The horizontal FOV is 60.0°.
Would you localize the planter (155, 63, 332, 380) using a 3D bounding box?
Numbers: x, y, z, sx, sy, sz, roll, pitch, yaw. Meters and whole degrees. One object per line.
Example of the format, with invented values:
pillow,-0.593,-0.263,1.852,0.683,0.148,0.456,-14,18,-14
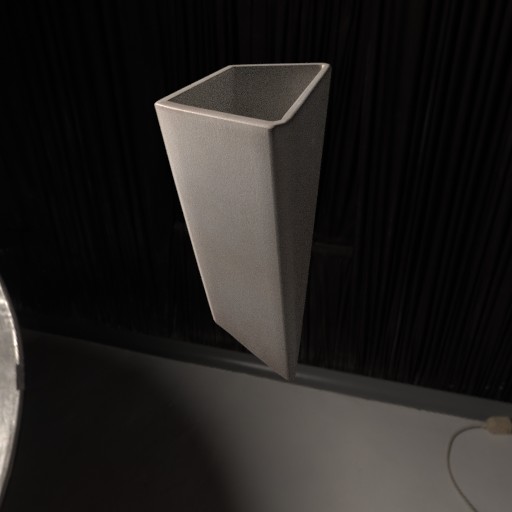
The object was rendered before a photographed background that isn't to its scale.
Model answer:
planter,0.000,0.000,0.267,0.060,0.197,0.150,8,32,12
